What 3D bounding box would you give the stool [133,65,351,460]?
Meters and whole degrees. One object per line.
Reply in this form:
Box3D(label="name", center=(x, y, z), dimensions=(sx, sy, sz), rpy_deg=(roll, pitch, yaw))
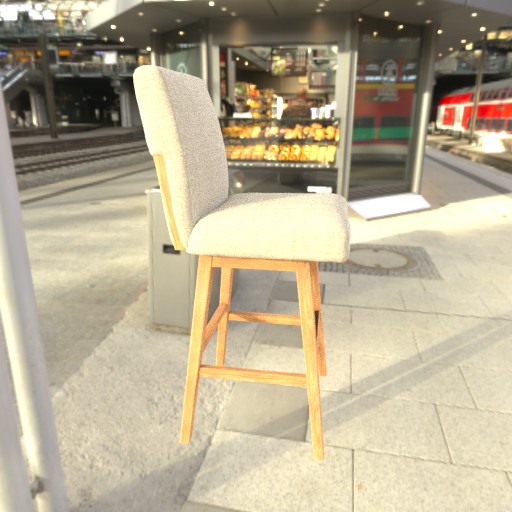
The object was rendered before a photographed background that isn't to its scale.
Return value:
Box3D(label="stool", center=(0.000, 0.000, 1.420), dimensions=(0.569, 1.106, 0.483), rpy_deg=(3, 18, 9))
